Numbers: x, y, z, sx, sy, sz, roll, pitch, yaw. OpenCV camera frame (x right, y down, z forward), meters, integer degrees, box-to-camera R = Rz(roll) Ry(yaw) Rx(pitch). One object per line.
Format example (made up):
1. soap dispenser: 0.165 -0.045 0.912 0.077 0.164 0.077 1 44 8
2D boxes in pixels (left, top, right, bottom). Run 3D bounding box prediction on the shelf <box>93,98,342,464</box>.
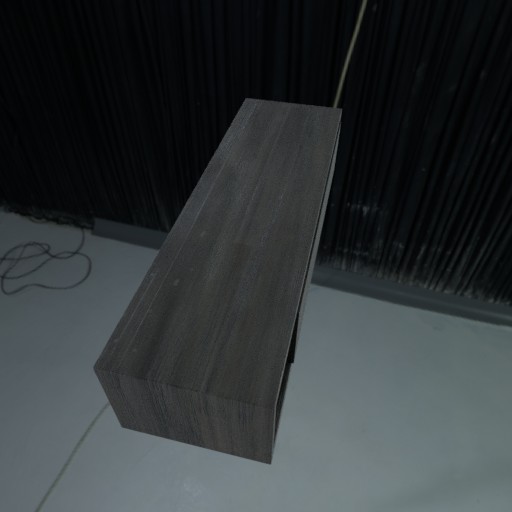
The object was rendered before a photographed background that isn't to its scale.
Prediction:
1. shelf: 0.000 0.000 1.529 0.400 0.495 1.300 10 46 10
